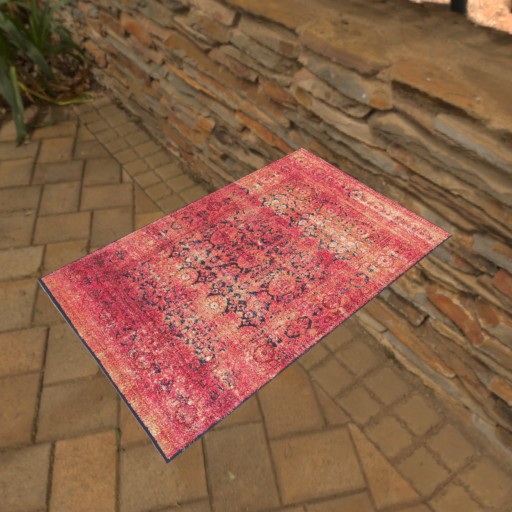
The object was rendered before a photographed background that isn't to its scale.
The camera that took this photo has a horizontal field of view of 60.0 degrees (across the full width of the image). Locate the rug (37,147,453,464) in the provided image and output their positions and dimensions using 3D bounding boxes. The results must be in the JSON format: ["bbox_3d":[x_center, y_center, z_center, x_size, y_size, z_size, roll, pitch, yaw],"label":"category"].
[{"bbox_3d":[0.000,0.000,3.048,2.449,0.018,1.539,-32,53,-27],"label":"rug"}]
